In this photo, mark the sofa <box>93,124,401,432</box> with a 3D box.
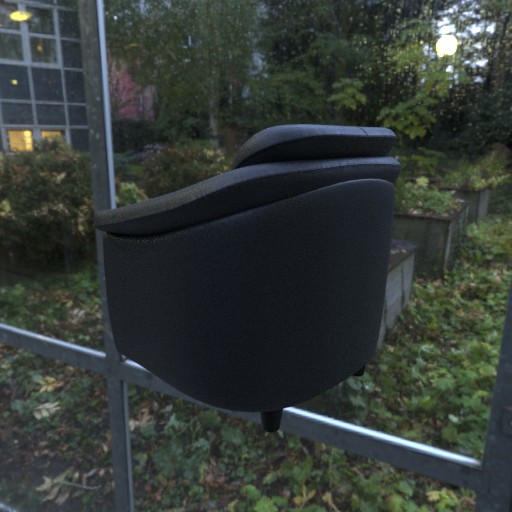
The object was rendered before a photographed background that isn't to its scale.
[{"bbox_3d":[0.000,0.000,1.474,0.870,0.811,0.794,-14,20,-43],"label":"sofa"}]
